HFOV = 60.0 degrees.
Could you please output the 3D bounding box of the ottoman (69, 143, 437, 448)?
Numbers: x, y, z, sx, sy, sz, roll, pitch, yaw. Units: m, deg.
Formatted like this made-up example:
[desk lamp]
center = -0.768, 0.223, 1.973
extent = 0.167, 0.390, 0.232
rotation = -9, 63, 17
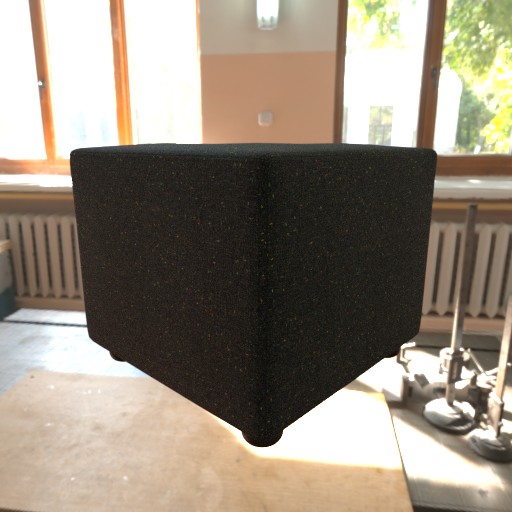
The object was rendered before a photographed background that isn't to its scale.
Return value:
[ottoman]
center = 0.000, 0.000, 0.874
extent = 0.508, 0.432, 0.508
rotation = 13, 19, 42
